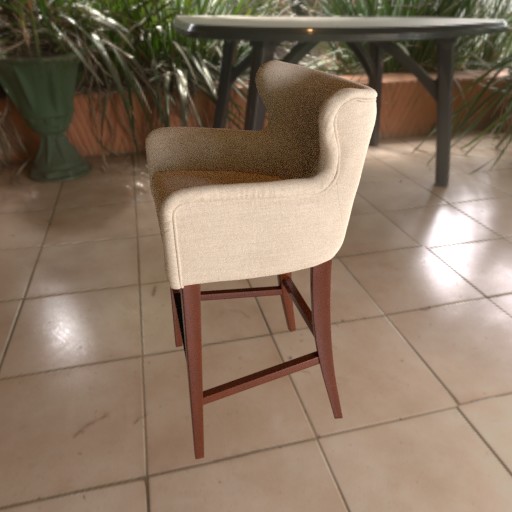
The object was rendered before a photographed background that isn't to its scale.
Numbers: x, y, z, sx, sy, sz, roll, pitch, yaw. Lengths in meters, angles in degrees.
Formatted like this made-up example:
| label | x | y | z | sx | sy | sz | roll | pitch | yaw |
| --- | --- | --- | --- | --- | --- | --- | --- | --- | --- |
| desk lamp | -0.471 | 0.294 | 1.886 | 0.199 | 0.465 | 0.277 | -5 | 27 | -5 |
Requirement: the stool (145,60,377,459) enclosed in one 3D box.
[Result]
| label | x | y | z | sx | sy | sz | roll | pitch | yaw |
| --- | --- | --- | --- | --- | --- | --- | --- | --- | --- |
| stool | 0.000 | 0.000 | 1.345 | 0.563 | 1.034 | 0.556 | -8 | 31 | -13 |
